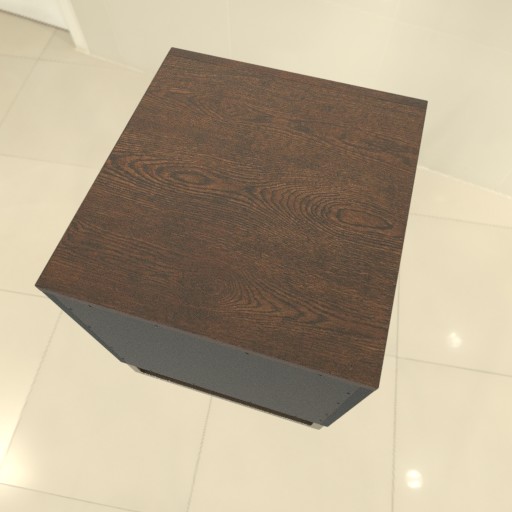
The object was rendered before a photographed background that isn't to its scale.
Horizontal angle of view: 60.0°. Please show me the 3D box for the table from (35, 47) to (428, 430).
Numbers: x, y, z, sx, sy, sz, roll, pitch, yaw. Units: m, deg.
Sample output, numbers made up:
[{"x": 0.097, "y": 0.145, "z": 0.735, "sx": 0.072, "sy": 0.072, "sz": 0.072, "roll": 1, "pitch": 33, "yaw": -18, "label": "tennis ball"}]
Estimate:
[{"x": 0.000, "y": 0.000, "z": 0.994, "sx": 0.506, "sy": 0.582, "sz": 0.566, "roll": 15, "pitch": 64, "yaw": 8, "label": "table"}]
